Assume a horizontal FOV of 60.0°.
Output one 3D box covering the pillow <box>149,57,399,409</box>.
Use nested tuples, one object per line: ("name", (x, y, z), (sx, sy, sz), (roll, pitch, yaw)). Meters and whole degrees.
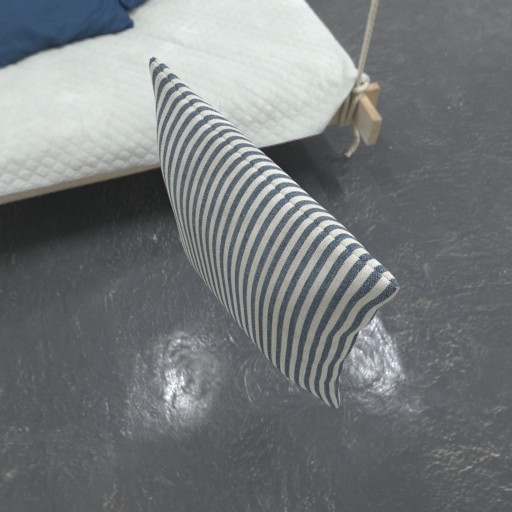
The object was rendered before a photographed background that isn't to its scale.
("pillow", (0.000, 0.000, 0.791), (0.166, 0.510, 0.523), (-33, 63, -19))
